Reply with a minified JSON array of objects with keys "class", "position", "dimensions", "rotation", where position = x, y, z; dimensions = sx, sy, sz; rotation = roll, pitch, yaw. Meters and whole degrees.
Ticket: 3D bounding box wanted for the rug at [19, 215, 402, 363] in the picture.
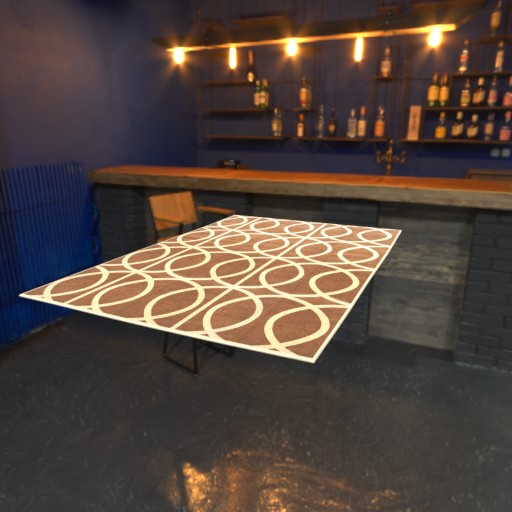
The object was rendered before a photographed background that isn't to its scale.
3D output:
[{"class":"rug","position":[0.000,0.000,2.862],"dimensions":[1.528,0.014,2.294],"rotation":[7,18,24]}]
